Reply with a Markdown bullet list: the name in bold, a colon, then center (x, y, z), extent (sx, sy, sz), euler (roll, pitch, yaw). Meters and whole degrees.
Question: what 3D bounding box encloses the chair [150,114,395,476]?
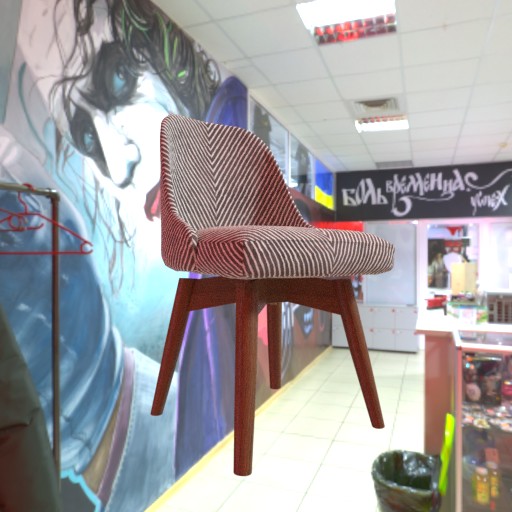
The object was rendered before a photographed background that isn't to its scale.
- **chair**: center (0.000, 0.000, 1.220), extent (0.504, 0.883, 0.591), euler (0, -1, -36)
